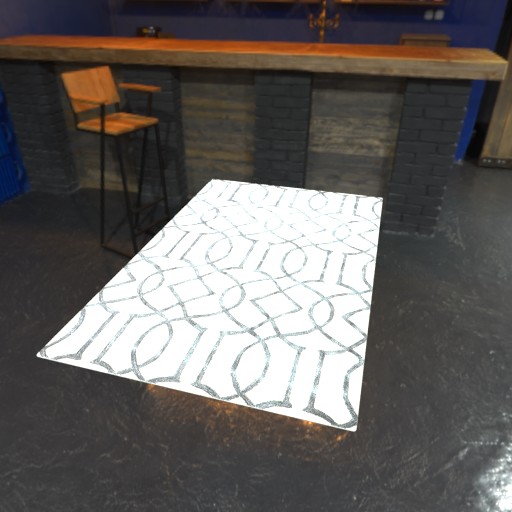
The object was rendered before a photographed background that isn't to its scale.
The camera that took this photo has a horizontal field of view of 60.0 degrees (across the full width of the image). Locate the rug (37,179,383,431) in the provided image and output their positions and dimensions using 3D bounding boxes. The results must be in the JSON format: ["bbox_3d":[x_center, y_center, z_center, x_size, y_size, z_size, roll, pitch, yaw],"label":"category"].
[{"bbox_3d":[0.000,0.000,2.921,1.521,0.017,2.365,9,32,14],"label":"rug"}]
